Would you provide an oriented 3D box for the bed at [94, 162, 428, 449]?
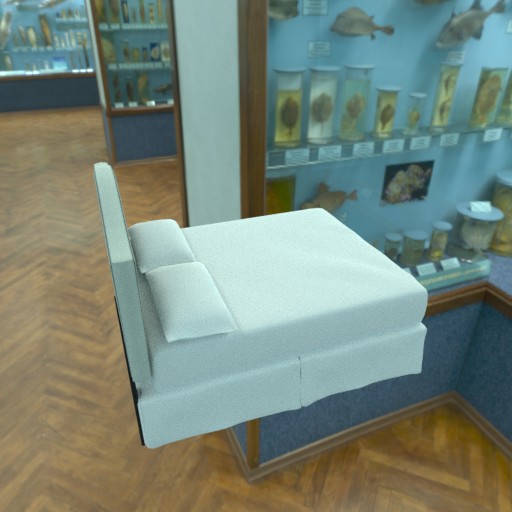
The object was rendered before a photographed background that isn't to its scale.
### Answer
[{"bbox_3d":[0.000,0.000,3.486,2.180,1.607,1.813,-10,31,-18],"label":"bed"}]
